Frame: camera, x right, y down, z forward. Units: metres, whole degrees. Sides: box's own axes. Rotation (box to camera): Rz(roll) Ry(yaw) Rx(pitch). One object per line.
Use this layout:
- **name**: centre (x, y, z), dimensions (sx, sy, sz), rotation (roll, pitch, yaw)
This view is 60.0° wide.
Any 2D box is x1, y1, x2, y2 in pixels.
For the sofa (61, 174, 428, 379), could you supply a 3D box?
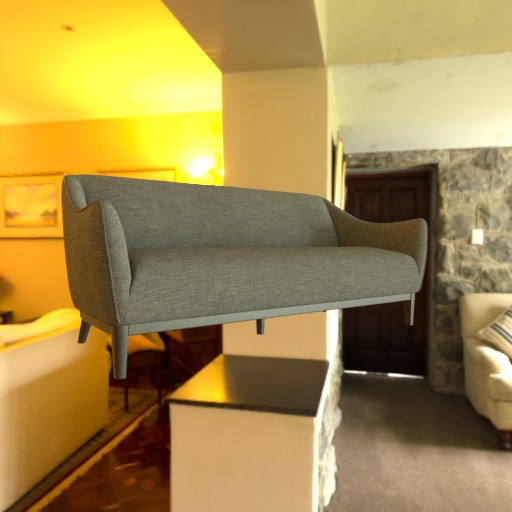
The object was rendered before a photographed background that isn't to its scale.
- **sofa**: centre (0.000, 0.000, 2.375), dimensions (1.928, 0.829, 0.867), rotation (-1, 2, -37)
